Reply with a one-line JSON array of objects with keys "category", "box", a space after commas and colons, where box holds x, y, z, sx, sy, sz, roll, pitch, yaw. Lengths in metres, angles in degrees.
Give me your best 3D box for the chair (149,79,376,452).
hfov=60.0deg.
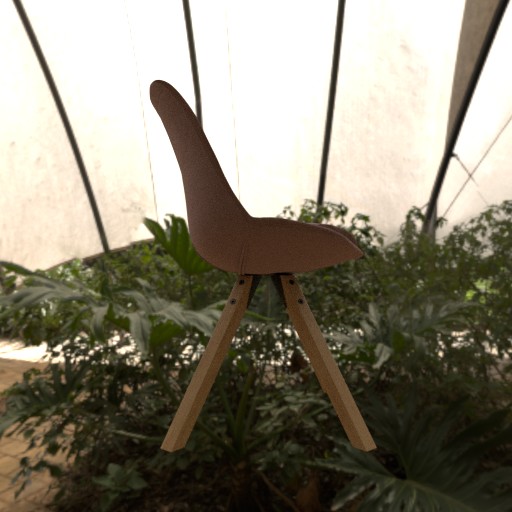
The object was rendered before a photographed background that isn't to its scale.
[{"category": "chair", "box": [0.000, 0.000, 1.178, 0.550, 0.850, 0.485, 0, 0, 0]}]
